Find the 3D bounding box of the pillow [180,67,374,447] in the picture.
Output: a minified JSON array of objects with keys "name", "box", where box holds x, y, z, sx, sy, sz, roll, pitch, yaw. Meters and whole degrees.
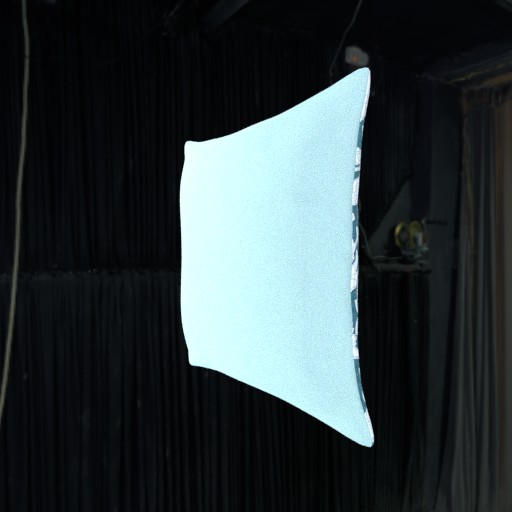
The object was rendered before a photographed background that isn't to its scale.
[{"name":"pillow","box":[0.000,0.000,0.801,0.166,0.508,0.525,-1,1,-36]}]
